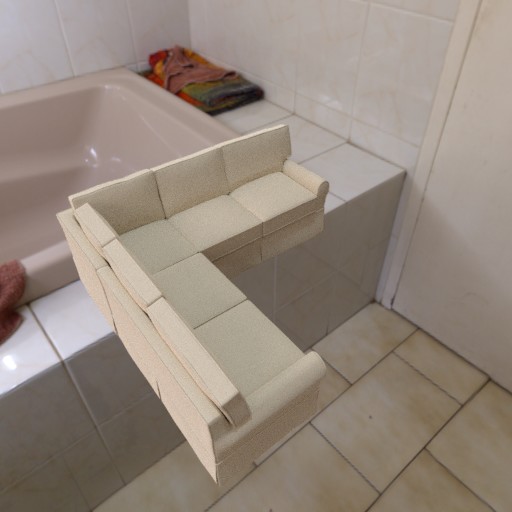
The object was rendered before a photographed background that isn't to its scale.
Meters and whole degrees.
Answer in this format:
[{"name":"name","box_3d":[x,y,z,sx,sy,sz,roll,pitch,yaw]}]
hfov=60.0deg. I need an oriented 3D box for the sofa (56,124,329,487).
[{"name":"sofa","box_3d":[0.000,0.000,4.016,2.597,1.070,2.591,-27,48,-27]}]
